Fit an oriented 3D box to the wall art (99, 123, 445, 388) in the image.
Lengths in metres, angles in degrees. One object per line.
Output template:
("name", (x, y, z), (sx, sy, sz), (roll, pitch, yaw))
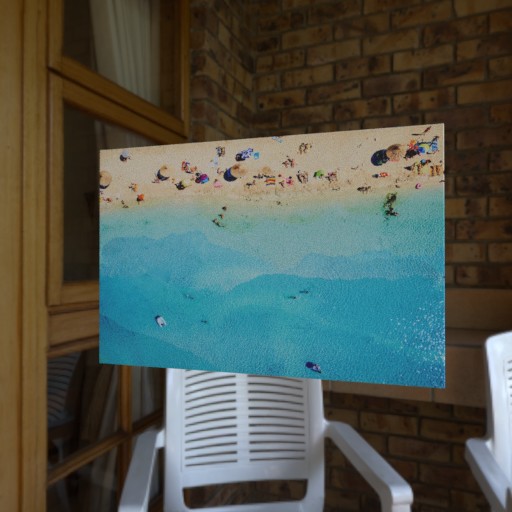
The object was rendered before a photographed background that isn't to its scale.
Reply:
("wall art", (0.000, 0.000, 1.142), (0.894, 0.595, 0.057), (0, -1, 16))
